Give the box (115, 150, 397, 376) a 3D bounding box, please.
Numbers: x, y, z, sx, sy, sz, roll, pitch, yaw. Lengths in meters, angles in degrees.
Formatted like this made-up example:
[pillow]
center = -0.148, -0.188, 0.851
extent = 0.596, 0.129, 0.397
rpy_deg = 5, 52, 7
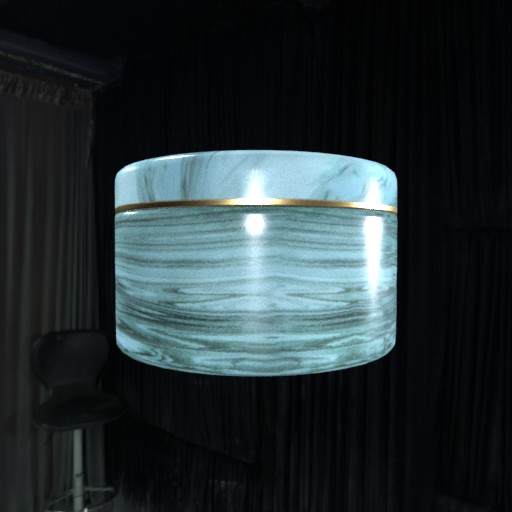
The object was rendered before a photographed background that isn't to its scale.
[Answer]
[box]
center = 0.000, 0.000, 0.167
extent = 0.101, 0.063, 0.101
rpy_deg = 0, 2, 0
